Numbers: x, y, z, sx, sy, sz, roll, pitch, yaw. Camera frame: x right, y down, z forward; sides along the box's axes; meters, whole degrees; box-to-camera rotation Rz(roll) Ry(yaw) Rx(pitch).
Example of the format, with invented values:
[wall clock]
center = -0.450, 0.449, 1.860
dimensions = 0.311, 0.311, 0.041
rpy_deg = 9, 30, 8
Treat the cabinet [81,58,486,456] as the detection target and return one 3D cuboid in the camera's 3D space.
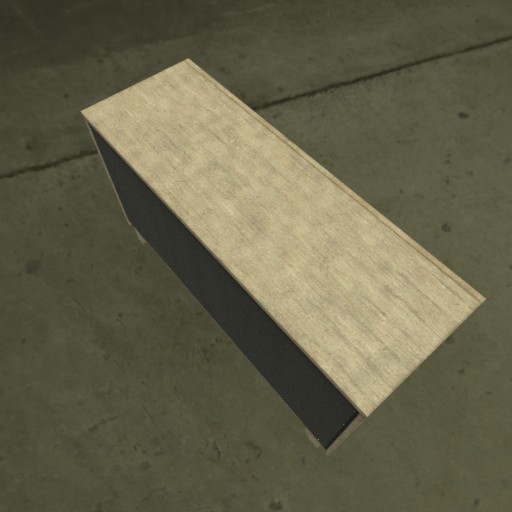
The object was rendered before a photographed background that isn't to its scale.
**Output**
[cabinet]
center = 0.000, 0.000, 1.829
dimensions = 0.511, 0.825, 1.460
rpy_deg = -36, 65, -20
